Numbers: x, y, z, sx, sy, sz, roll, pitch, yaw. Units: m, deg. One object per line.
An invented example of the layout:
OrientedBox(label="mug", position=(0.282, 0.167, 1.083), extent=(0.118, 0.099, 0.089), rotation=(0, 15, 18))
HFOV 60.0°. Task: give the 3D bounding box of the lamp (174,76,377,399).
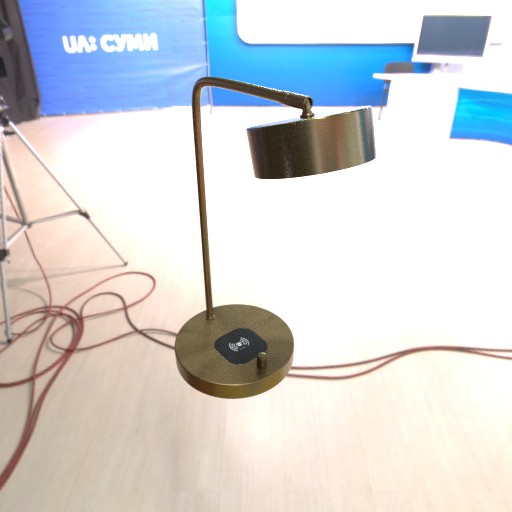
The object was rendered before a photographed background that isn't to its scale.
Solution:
OrientedBox(label="lamp", position=(0.000, 0.000, 0.518), extent=(0.171, 0.380, 0.270), rotation=(-22, 37, -32))
